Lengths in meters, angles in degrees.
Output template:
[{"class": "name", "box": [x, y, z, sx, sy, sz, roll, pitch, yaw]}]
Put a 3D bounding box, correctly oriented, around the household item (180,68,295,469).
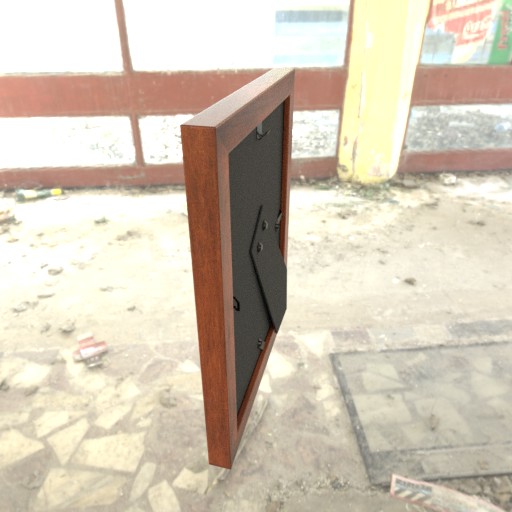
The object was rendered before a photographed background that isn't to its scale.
[{"class": "household item", "box": [0.000, 0.000, 0.349, 0.020, 0.250, 0.200, 8, 31, 13]}]
